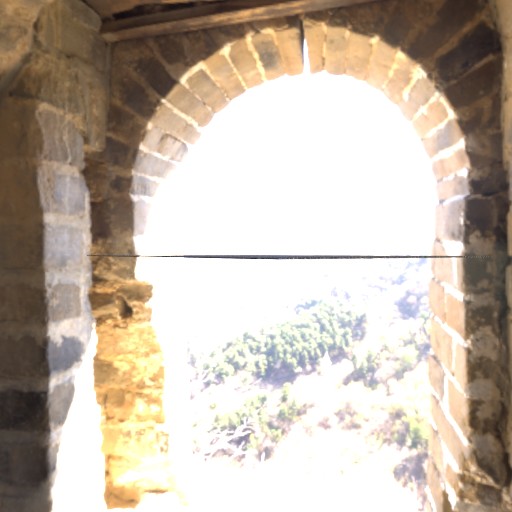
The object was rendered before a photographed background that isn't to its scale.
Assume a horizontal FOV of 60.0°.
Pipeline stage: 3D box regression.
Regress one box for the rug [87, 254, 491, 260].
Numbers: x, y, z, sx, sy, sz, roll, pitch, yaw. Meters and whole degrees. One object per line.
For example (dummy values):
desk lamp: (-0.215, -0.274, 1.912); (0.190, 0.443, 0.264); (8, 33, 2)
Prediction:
rug: (0.000, 0.000, 2.307); (1.220, 0.005, 1.828); (0, 1, -36)
